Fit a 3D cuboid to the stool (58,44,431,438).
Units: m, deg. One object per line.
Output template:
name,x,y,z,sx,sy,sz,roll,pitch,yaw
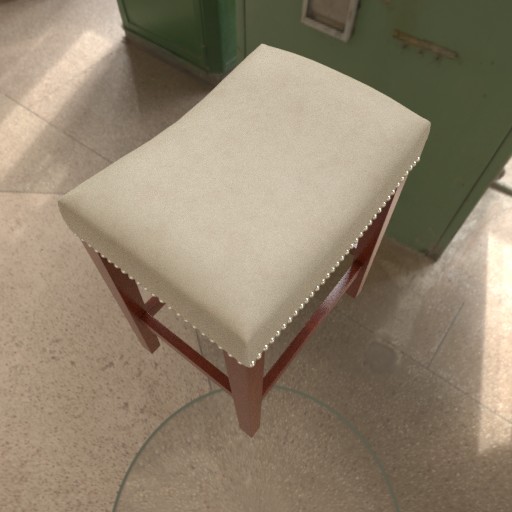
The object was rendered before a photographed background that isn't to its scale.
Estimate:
stool,0.000,0.000,0.938,0.375,0.632,0.509,34,64,19
